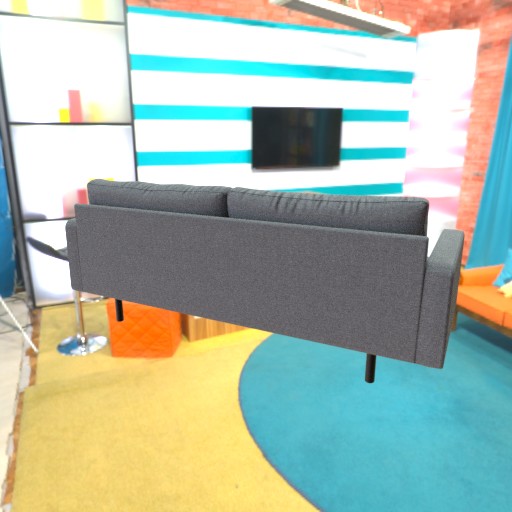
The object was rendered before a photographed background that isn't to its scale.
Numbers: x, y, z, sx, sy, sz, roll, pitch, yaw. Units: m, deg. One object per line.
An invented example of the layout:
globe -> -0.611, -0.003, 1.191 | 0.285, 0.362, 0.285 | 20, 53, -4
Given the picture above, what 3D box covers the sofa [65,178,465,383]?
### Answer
sofa -> 0.000, 0.000, 2.643 | 2.200, 0.880, 0.880 | 8, 17, 26
